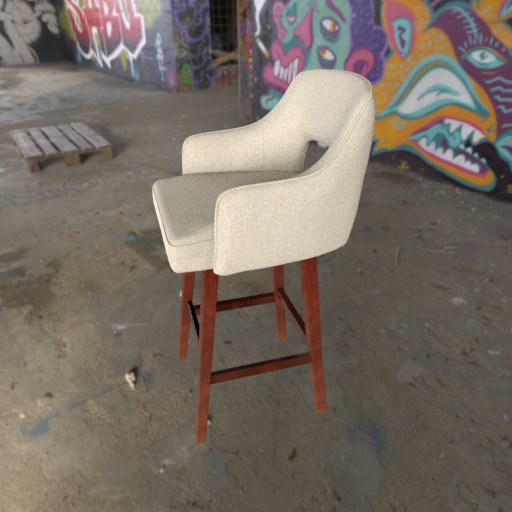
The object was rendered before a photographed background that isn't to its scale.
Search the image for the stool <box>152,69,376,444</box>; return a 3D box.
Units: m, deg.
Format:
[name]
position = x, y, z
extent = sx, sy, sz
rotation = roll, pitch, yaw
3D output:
[stool]
position = 0.000, 0.000, 1.372
extent = 0.560, 1.041, 0.550
rotation = -8, 30, -15
